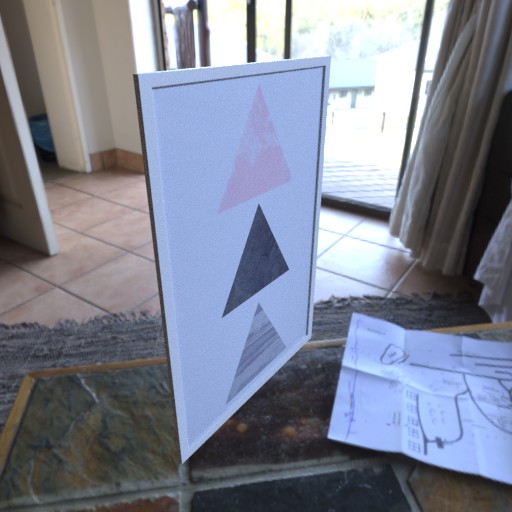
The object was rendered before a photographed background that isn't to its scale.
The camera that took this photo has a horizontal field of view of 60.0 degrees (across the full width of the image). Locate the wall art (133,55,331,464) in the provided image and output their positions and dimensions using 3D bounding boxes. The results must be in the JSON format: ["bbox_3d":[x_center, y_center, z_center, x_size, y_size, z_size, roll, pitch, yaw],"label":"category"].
[{"bbox_3d":[0.000,0.000,1.173,0.013,0.940,0.659,19,33,32],"label":"wall art"}]
